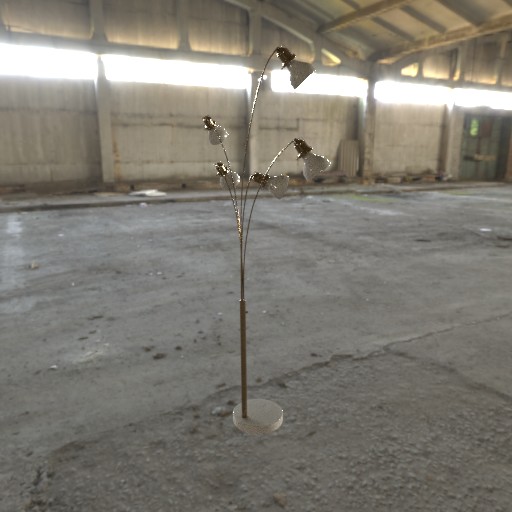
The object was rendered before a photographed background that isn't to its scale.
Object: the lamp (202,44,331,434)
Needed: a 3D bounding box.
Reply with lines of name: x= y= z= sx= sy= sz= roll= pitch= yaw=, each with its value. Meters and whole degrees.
lamp: x=0.000 y=0.000 z=2.983 sx=0.361 sy=2.423 sz=1.405 roll=-7 pitch=14 yaw=-27
